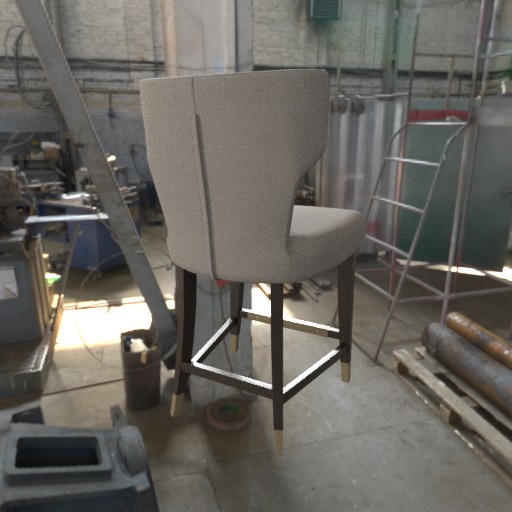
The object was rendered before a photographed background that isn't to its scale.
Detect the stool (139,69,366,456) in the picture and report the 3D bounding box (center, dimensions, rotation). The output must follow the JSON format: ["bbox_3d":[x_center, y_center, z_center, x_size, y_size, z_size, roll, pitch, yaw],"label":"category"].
[{"bbox_3d":[0.000,0.000,1.327,0.527,0.982,0.563,9,18,27],"label":"stool"}]
